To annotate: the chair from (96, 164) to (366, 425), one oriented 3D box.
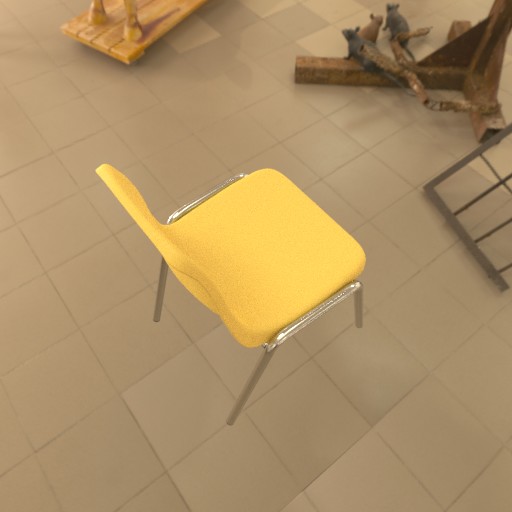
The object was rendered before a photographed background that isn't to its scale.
[{"bbox_3d":[0.000,0.000,0.918,0.436,0.653,0.381,-34,64,-19],"label":"chair"}]
